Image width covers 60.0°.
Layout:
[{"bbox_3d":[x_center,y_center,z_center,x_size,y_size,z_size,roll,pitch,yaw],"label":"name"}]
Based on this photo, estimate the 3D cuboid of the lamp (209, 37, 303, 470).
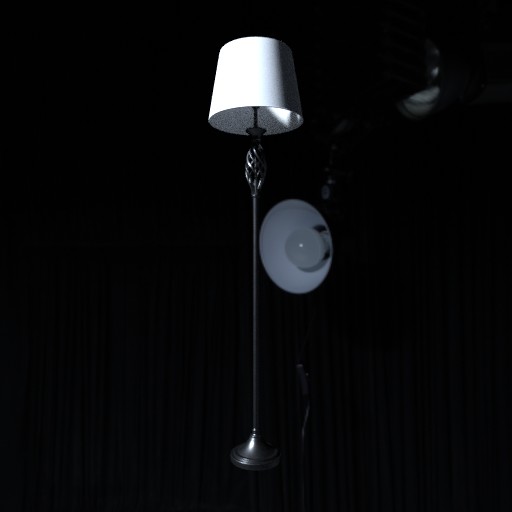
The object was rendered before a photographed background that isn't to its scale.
[{"bbox_3d":[0.000,0.000,1.783,0.379,1.623,0.379,0,0,0],"label":"lamp"}]
